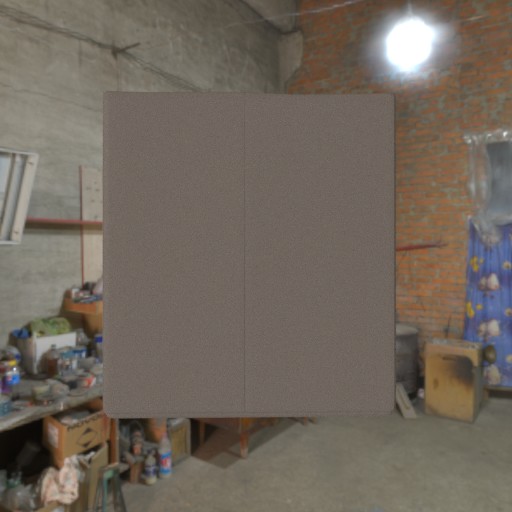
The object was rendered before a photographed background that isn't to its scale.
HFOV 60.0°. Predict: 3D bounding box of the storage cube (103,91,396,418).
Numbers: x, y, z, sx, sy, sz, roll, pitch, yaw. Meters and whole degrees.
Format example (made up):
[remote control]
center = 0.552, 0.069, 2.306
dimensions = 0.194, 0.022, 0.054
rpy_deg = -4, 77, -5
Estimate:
[storage cube]
center = 0.000, 0.000, 0.510
dimensions = 0.270, 0.280, 0.270
rpy_deg = 0, 0, -1
